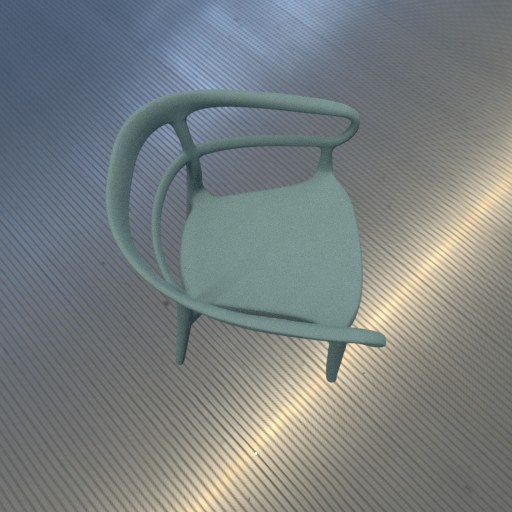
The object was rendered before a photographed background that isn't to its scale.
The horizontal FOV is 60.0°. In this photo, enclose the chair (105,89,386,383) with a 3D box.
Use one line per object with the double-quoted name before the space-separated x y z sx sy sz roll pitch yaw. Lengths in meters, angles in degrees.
"chair" 0.000 0.000 1.132 0.527 0.761 0.559 0 66 0
